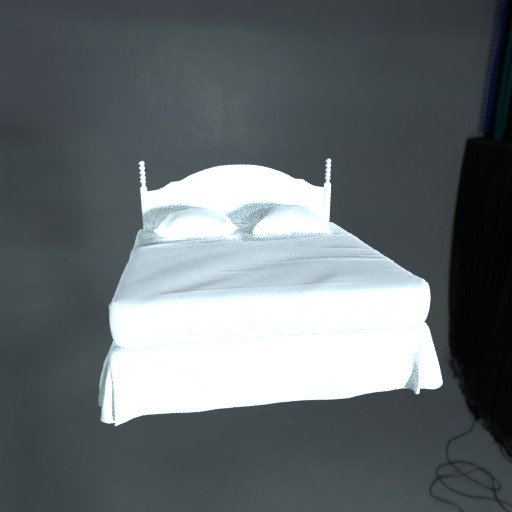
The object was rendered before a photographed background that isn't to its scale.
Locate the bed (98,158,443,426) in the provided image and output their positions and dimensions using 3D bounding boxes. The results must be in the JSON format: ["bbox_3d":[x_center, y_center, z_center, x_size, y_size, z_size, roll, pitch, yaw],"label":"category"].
[{"bbox_3d":[0.000,0.000,3.562,2.322,1.355,2.219,-3,17,-9],"label":"bed"}]
